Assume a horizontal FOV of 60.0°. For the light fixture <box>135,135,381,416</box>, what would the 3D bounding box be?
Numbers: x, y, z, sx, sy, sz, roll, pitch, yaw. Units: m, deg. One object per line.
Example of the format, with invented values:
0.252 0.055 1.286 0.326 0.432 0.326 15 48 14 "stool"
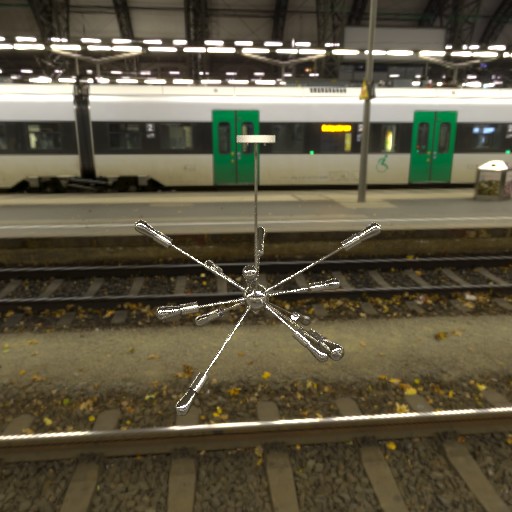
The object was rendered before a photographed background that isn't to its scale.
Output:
0.000 0.000 1.064 0.509 0.558 0.684 -7 16 -26 "light fixture"
